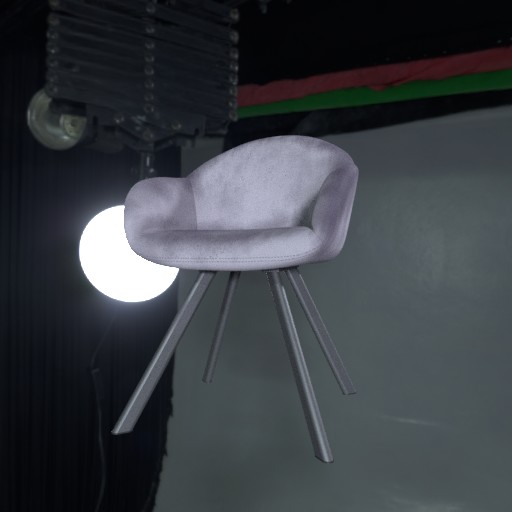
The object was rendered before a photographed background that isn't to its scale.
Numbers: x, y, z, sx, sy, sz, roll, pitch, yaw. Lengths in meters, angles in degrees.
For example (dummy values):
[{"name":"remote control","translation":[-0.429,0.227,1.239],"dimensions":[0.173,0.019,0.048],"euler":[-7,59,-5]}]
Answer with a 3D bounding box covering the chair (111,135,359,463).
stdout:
[{"name":"chair","translation":[0.000,0.000,1.194],"dimensions":[0.550,0.795,0.590],"euler":[0,-1,18]}]
